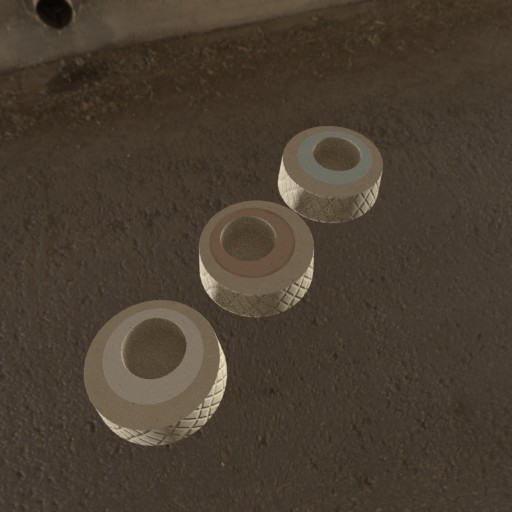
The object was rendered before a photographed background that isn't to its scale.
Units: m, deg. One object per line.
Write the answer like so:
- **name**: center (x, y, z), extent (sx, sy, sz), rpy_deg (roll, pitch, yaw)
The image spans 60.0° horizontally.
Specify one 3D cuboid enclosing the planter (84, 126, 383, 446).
- **planter**: center (0.000, 0.000, 0.429), extent (0.114, 0.038, 0.390), rpy_deg (32, 62, 19)
